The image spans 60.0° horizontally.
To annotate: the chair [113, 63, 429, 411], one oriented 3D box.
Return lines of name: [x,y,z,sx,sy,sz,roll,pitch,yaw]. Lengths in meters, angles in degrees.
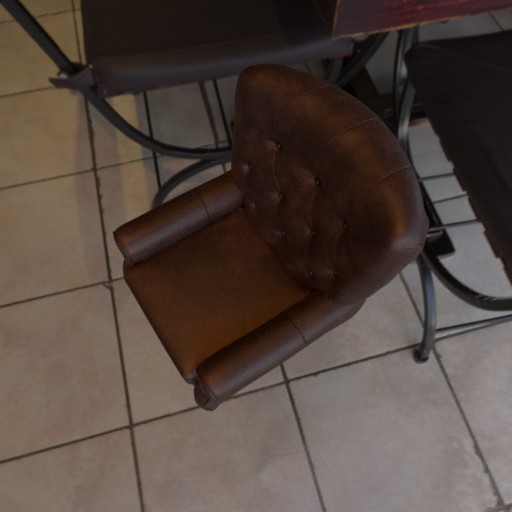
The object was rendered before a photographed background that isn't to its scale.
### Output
chair: [0.000,0.000,1.906,1.058,1.158,0.948,-31,68,-14]
